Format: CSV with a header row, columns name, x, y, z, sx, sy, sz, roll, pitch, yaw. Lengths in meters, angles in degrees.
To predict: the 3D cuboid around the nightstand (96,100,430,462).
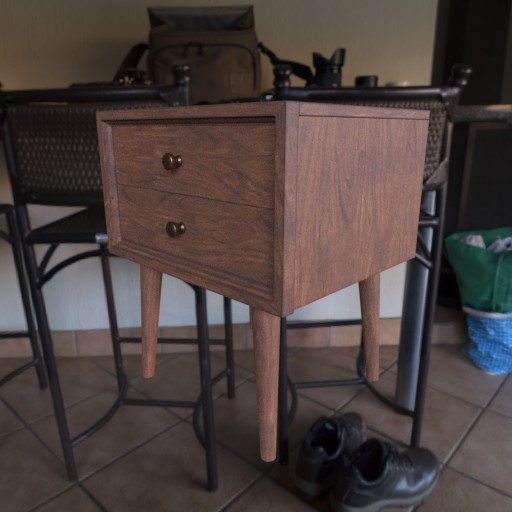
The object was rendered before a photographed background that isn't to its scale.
name,x,y,z,sx,sy,sz,roll,pitch,yaw
nightstand,0.000,0.000,0.973,0.521,0.607,0.445,15,22,42
